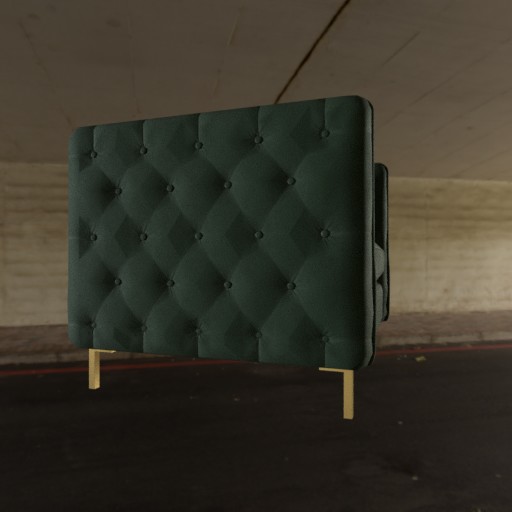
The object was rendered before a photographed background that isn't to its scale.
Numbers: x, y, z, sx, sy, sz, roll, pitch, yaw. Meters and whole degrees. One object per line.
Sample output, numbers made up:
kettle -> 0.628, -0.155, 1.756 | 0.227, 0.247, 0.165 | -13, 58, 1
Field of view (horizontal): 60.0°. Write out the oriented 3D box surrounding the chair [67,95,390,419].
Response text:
chair -> 0.000, 0.000, 1.527 | 0.855, 0.768, 0.917 | 0, 0, 19
